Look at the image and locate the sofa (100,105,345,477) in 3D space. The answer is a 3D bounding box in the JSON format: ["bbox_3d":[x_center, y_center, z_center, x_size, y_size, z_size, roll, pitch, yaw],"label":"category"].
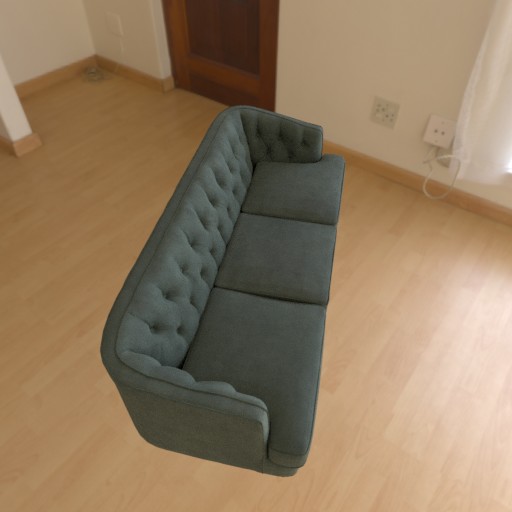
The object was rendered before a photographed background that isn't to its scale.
[{"bbox_3d":[0.000,0.000,2.682,0.941,0.855,2.278,9,47,8],"label":"sofa"}]
